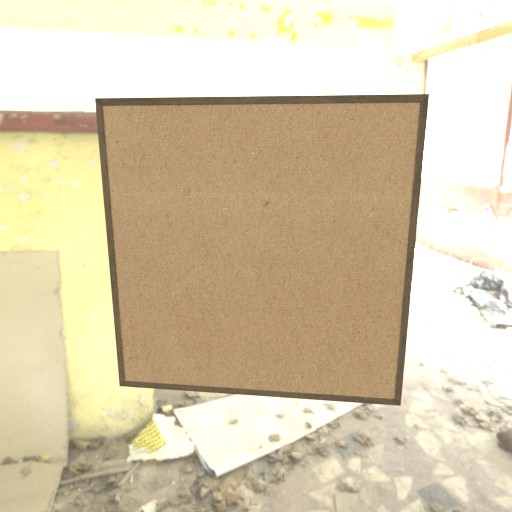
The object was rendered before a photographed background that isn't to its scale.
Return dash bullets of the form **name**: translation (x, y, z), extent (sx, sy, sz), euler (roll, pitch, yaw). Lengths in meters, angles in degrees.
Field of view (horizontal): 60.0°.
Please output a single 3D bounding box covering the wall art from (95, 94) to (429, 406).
- **wall art**: translation (0.000, 0.000, 0.751), extent (0.508, 0.508, 0.038), euler (2, 15, 7)
